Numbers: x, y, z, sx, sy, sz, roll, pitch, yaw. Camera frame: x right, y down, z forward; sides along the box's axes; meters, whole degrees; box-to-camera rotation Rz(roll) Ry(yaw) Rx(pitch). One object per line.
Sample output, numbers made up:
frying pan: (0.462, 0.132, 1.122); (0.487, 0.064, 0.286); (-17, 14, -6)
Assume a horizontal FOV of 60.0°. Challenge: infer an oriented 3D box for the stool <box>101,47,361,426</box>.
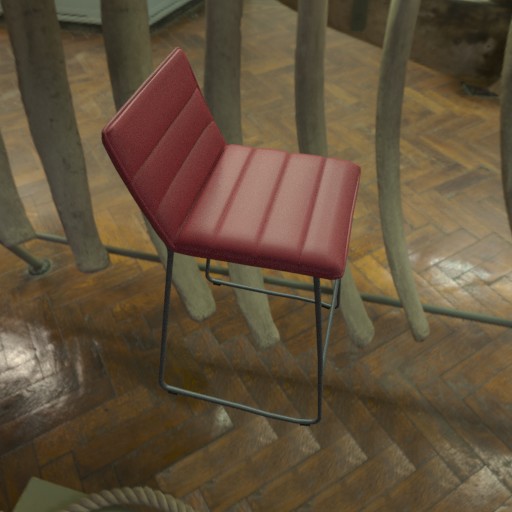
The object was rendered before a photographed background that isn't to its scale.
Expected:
stool: (0.000, 0.000, 1.213); (0.524, 0.937, 0.489); (11, 49, 10)
